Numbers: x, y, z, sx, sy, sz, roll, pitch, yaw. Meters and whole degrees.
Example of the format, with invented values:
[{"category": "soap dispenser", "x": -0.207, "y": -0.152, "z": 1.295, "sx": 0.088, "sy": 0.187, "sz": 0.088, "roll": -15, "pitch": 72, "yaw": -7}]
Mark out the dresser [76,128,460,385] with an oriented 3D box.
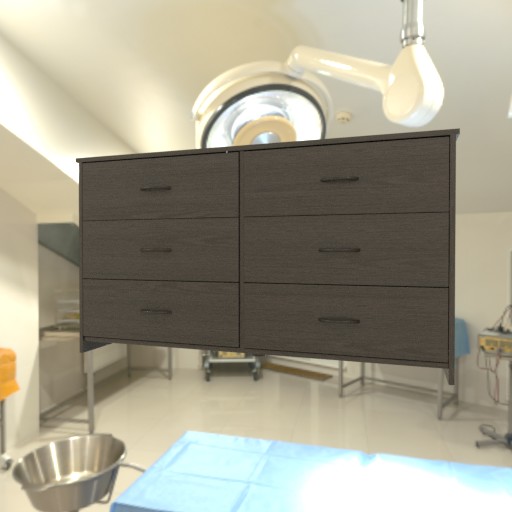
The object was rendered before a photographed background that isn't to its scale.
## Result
[{"category": "dresser", "x": 0.000, "y": 0.000, "z": 1.668, "sx": 1.360, "sy": 0.755, "sz": 0.401, "roll": 0, "pitch": 1, "yaw": 18}]
